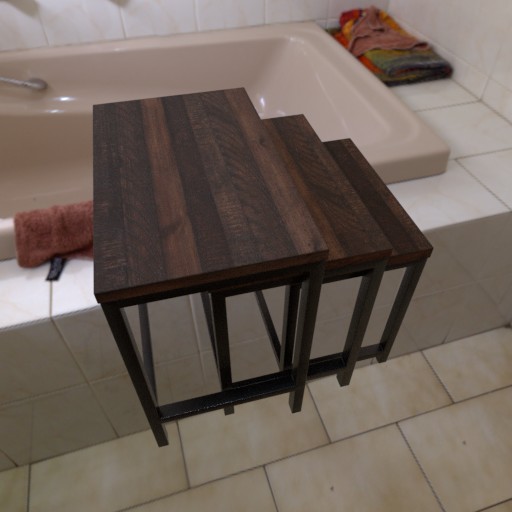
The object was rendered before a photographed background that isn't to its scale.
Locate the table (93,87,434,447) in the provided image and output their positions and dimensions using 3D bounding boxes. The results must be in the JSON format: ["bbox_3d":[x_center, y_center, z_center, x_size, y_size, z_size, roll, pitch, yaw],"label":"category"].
[{"bbox_3d":[0.000,0.000,1.146,0.660,0.616,0.608,-11,47,-10],"label":"table"}]
